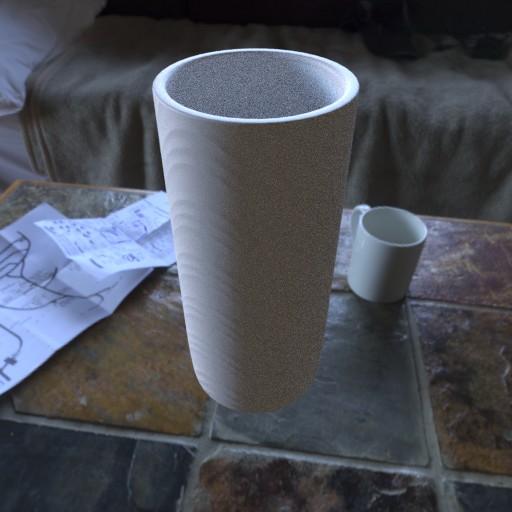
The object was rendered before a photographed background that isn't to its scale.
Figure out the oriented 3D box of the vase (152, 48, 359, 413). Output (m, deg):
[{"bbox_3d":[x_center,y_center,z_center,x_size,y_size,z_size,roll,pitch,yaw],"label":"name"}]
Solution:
[{"bbox_3d":[0.000,0.000,0.401,0.143,0.316,0.143,0,41,0],"label":"vase"}]
